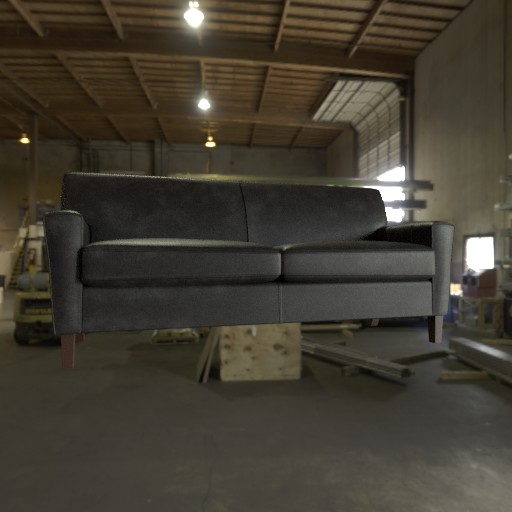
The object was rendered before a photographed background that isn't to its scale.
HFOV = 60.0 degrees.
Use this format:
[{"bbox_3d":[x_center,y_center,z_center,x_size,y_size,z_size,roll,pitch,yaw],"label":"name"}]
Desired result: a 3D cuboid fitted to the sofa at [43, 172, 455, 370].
[{"bbox_3d":[0.000,0.000,2.449,2.053,0.947,0.805,0,0,-18],"label":"sofa"}]
